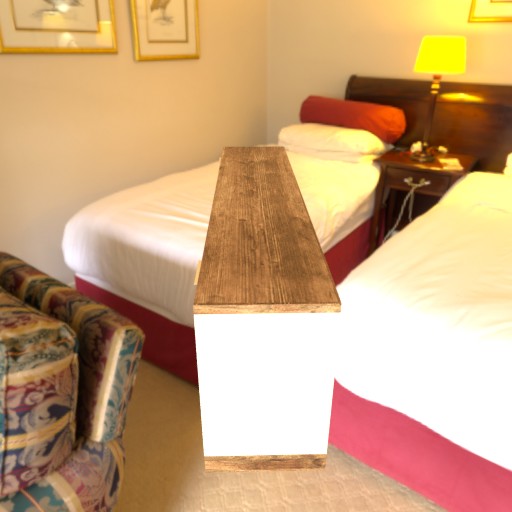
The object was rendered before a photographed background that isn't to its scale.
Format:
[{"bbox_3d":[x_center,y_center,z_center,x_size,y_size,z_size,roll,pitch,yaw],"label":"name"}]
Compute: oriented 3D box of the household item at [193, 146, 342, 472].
[{"bbox_3d":[0.000,0.000,2.056,0.390,0.615,1.800,-1,26,-1],"label":"household item"}]
